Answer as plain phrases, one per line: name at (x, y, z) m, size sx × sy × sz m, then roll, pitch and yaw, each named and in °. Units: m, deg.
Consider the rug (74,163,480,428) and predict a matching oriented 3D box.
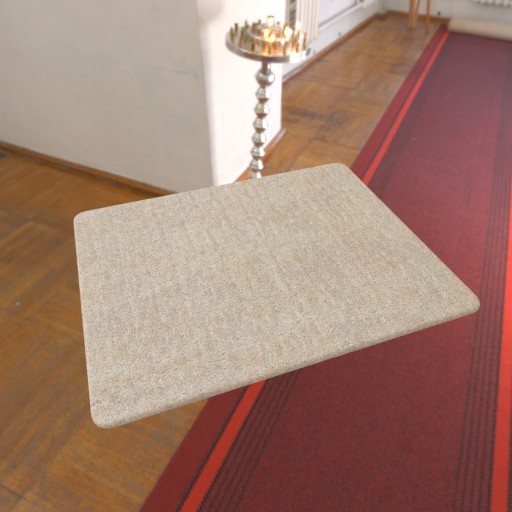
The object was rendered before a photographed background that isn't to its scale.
rug at (0.000, 0.000, 3.325) m, size 2.528 × 0.048 × 2.009 m, roll -14°, pitch 44°, yaw -15°
